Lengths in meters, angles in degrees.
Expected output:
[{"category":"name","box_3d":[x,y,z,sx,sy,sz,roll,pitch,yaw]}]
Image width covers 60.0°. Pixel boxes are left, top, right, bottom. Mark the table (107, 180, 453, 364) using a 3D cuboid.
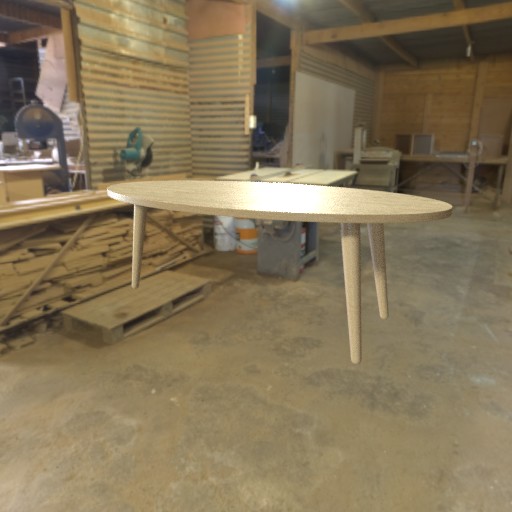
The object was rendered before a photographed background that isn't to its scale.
[{"category":"table","box_3d":[0.000,0.000,1.376,1.083,0.390,0.542,8,18,27]}]
